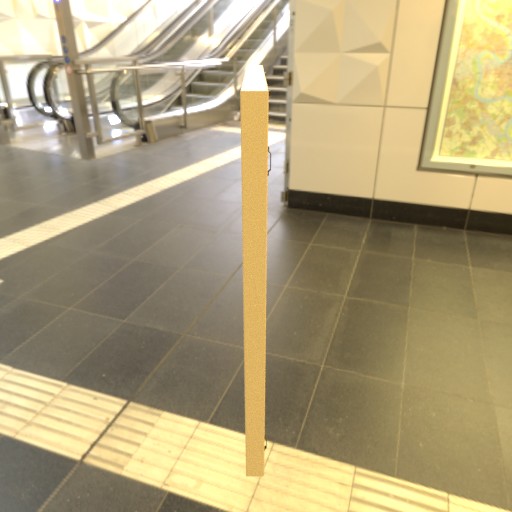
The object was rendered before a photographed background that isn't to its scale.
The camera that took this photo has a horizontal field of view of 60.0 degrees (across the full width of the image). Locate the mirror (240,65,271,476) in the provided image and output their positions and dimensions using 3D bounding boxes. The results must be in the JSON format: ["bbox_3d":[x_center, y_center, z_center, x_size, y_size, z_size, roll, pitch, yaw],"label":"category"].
[{"bbox_3d":[0.000,0.000,0.934,0.040,0.710,0.507,0,27,0],"label":"mirror"}]
